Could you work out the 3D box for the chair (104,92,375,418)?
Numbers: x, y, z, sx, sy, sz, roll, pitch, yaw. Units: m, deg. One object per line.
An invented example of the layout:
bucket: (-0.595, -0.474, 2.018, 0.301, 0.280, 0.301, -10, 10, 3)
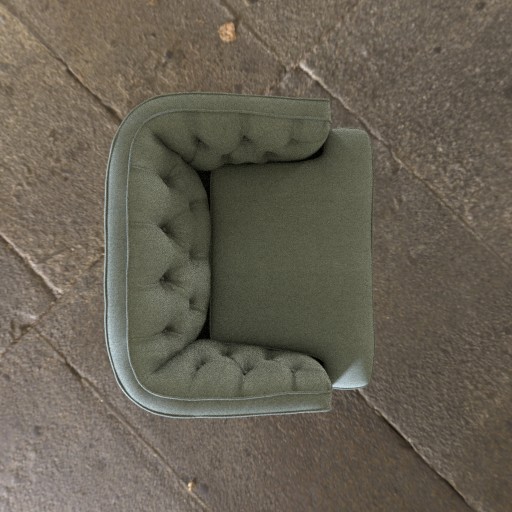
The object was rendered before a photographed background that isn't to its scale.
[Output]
chair: (0.000, 0.000, 1.780, 0.945, 0.852, 1.094, 0, 89, 0)
